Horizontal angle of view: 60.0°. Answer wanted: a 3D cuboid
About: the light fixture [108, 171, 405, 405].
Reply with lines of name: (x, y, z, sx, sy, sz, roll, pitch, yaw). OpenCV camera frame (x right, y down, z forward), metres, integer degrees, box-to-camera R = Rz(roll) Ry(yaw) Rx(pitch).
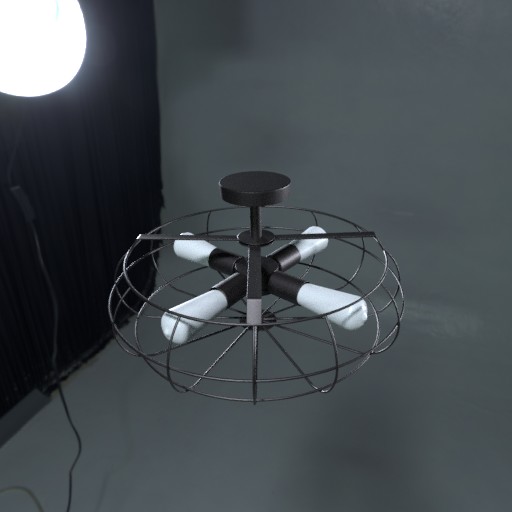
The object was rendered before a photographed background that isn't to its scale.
light fixture: (0.000, 0.000, 0.881, 0.582, 0.311, 0.582, 0, 27, 0)
